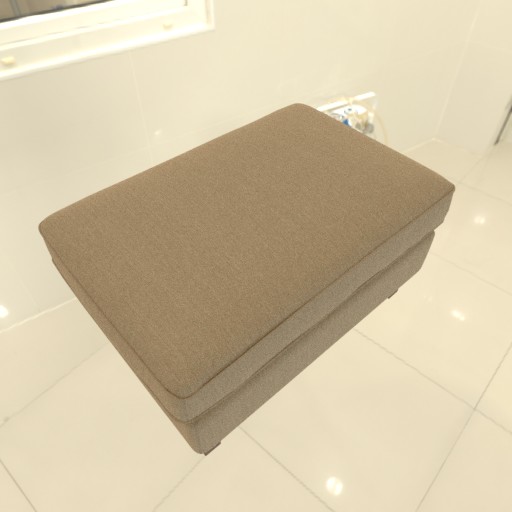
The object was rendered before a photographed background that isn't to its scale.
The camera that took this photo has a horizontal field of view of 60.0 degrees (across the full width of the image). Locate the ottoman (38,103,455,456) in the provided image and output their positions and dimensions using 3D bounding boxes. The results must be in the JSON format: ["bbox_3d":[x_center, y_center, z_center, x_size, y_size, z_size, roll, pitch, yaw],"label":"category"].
[{"bbox_3d":[0.000,0.000,1.281,0.945,0.521,0.636,-33,55,-27],"label":"ottoman"}]
